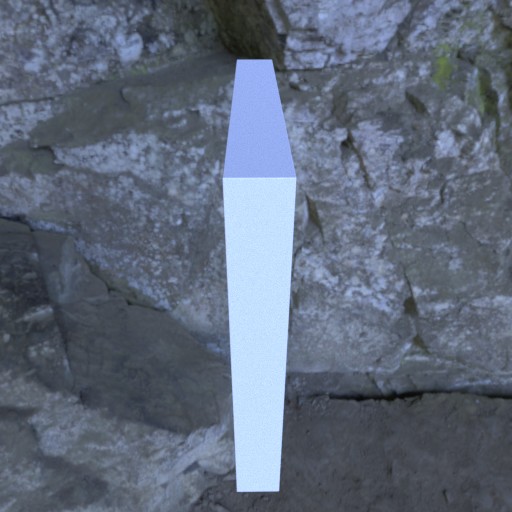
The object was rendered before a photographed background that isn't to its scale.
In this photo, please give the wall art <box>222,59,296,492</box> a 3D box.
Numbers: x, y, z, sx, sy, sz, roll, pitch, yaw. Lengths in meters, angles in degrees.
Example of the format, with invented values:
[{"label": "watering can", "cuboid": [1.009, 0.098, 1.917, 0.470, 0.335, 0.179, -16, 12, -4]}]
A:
[{"label": "wall art", "cuboid": [0.000, 0.000, 0.438, 0.038, 0.305, 0.305, 0, 34, -1]}]
